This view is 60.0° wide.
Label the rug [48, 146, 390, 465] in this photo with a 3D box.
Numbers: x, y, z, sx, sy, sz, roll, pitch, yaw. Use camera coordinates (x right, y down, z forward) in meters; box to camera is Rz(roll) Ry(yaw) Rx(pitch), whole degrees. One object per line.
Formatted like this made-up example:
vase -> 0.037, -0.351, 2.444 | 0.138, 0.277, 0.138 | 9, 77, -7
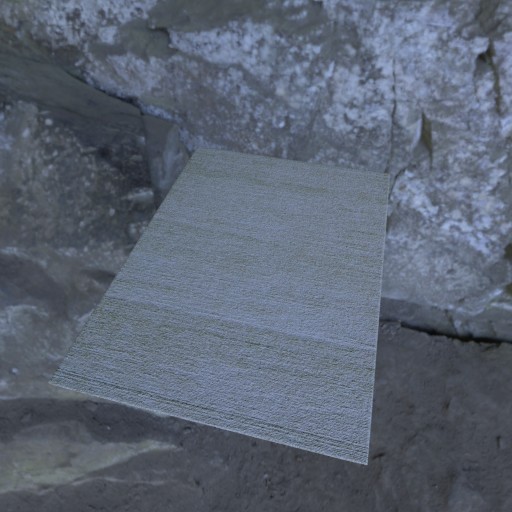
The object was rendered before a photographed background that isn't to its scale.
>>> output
rug -> 0.000, 0.000, 4.985 | 2.782, 0.025, 3.935 | 10, 47, 10
